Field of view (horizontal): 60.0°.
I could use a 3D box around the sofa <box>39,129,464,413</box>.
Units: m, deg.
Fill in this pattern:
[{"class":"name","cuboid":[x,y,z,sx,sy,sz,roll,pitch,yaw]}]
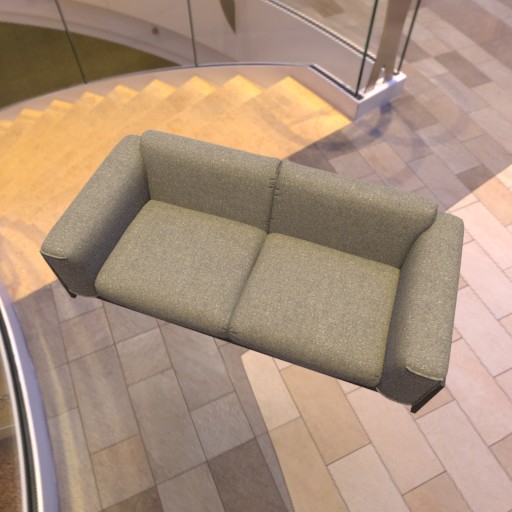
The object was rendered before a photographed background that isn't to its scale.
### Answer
[{"class":"sofa","cuboid":[0.000,0.000,2.523,2.125,0.703,0.985,16,57,11]}]
